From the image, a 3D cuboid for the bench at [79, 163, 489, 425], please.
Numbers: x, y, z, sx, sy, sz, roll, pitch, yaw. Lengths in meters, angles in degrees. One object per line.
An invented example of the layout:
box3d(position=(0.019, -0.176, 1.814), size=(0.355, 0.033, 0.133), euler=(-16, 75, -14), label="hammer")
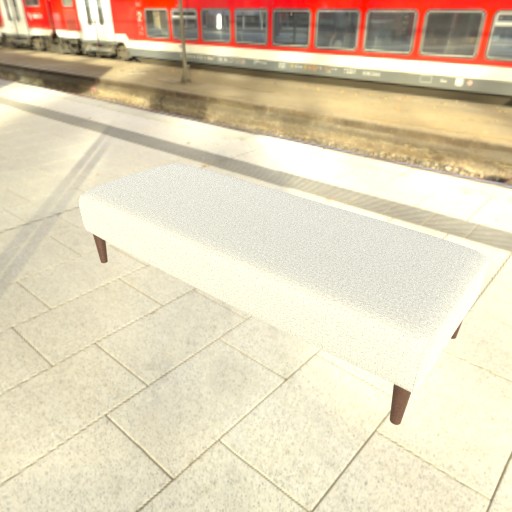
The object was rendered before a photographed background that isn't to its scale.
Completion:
box3d(position=(0.000, 0.000, 1.828), size=(1.598, 0.383, 0.631), euler=(22, 36, 33), label="bench")
